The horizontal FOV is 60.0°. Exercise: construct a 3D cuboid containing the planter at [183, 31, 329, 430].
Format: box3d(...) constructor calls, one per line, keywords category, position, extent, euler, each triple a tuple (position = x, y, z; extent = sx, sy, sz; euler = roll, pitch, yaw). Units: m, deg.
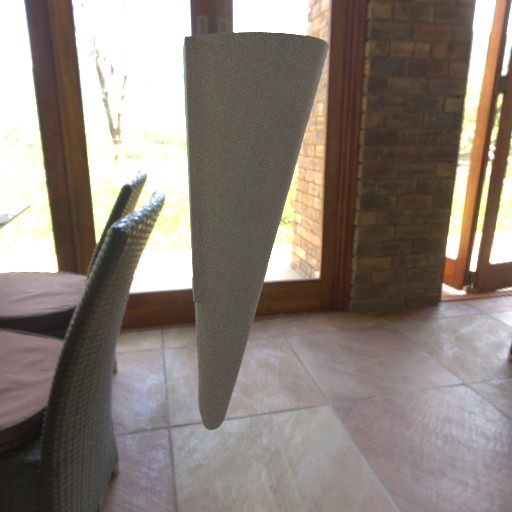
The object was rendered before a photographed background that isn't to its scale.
box3d(category="planter", position=(0.000, 0.000, 0.297), extent=(0.087, 0.259, 0.078), euler=(-3, 16, -10))
